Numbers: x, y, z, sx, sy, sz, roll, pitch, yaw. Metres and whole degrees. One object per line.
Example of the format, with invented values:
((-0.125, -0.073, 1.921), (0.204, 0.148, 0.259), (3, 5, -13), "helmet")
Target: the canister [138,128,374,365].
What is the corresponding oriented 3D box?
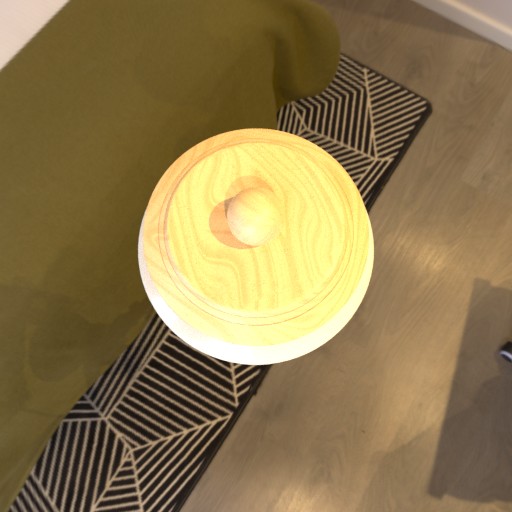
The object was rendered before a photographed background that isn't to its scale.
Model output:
((0.000, 0.000, 0.272), (0.130, 0.176, 0.130), (0, 76, 0), "canister")
